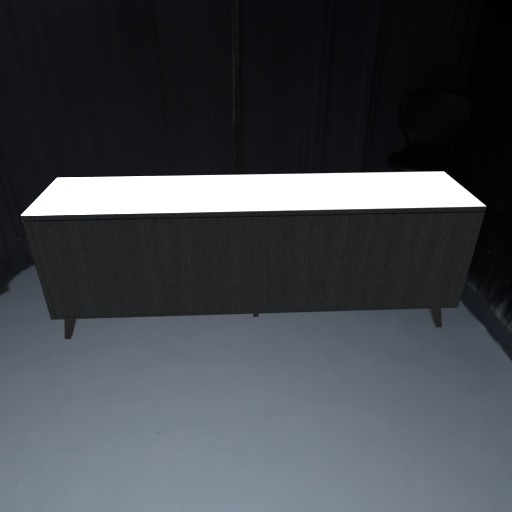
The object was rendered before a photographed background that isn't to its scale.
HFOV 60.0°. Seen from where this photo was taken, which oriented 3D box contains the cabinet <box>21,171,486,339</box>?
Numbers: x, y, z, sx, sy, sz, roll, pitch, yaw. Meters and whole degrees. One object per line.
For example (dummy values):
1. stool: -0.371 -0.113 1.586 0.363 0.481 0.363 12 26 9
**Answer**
1. cabinet: 0.000 0.000 2.496 2.198 0.779 0.499 -1 30 -2
